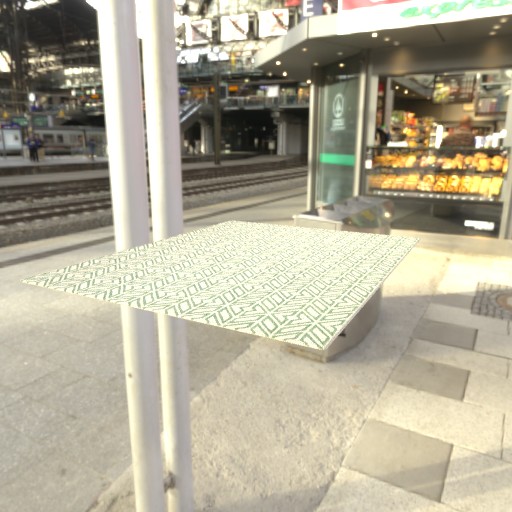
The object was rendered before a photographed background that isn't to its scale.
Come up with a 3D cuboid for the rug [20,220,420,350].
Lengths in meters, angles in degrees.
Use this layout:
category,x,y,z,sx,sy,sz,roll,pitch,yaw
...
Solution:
category,x,y,z,sx,sy,sz,roll,pitch,yaw
rug,0.000,0.000,4.098,2.441,0.017,3.050,8,16,27
